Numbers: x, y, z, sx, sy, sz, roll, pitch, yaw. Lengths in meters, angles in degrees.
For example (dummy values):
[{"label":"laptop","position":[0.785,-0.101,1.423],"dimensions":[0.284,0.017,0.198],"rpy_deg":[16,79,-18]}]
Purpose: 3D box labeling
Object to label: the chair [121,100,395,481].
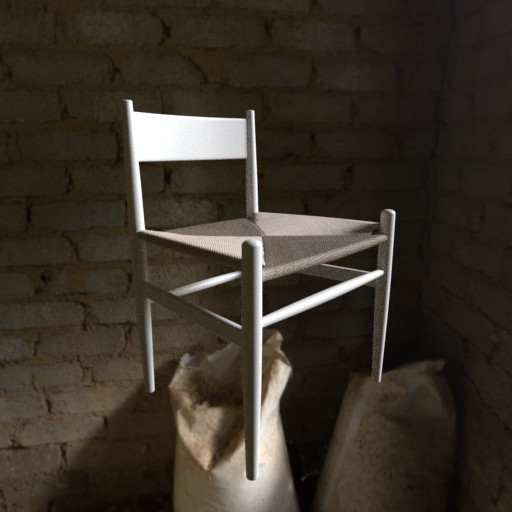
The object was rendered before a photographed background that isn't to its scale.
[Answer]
[{"label":"chair","position":[0.000,0.000,1.145],"dimensions":[0.495,0.762,0.556],"rpy_deg":[13,19,41]}]
